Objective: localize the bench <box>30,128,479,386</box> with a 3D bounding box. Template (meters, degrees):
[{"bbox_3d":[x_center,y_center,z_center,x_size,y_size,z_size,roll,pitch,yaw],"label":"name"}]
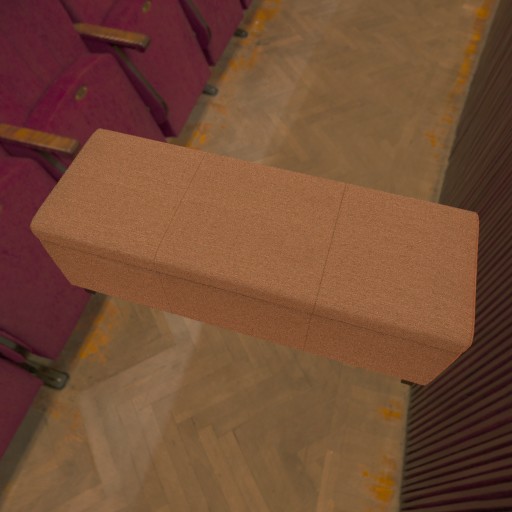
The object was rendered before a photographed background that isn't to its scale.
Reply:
[{"bbox_3d":[0.000,0.000,1.463,1.269,0.438,0.446,14,59,9],"label":"bench"}]
